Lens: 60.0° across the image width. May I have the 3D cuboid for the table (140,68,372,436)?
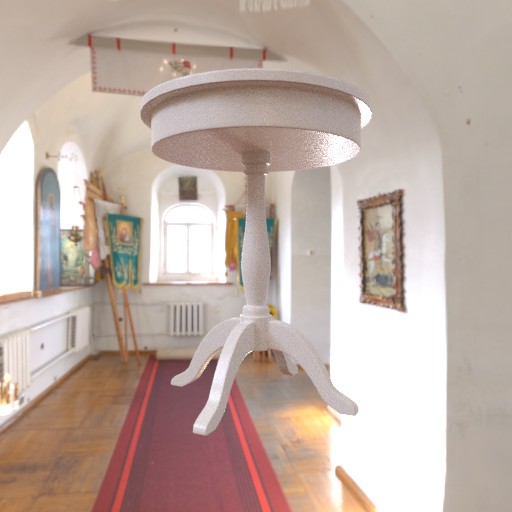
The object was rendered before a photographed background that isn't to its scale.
[{"bbox_3d":[0.000,0.000,1.020,0.513,0.653,0.513,0,1,0],"label":"table"}]
